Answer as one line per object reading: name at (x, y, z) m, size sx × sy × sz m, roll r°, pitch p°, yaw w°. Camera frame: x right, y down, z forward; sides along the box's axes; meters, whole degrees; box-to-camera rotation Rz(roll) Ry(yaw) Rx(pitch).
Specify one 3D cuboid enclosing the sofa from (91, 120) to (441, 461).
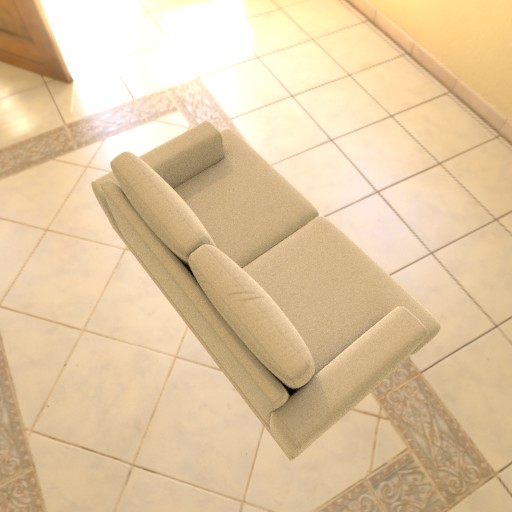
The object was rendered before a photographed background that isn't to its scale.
sofa at (0.000, 0.000, 2.197) m, size 0.915 × 0.810 × 1.651 m, roll -34°, pitch 65°, yaw -19°
